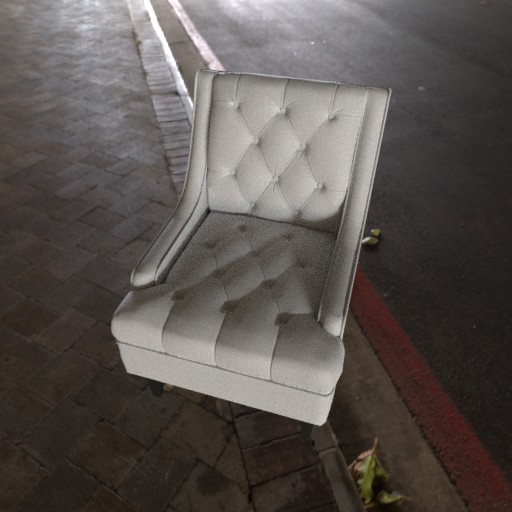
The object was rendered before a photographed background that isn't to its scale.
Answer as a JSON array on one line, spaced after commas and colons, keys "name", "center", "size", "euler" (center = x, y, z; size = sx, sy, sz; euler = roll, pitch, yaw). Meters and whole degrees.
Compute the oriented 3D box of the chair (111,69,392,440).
[{"name": "chair", "center": [0.000, 0.000, 1.411], "size": [0.658, 0.891, 0.772], "euler": [11, 42, 13]}]
